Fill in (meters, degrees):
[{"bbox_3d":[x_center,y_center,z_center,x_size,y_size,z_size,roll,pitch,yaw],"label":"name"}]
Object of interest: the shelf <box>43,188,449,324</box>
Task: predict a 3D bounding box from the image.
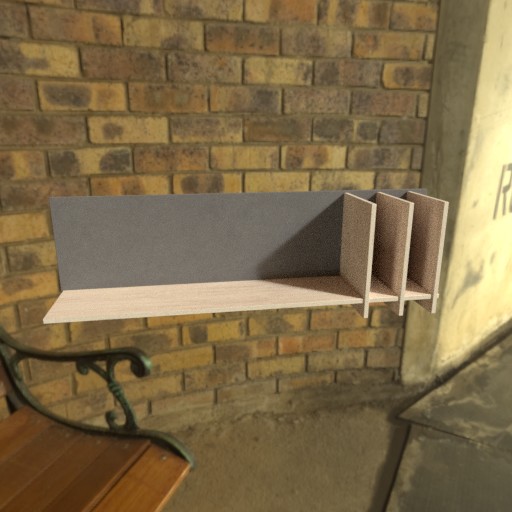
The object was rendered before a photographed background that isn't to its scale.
[{"bbox_3d":[0.000,0.000,1.145,1.020,0.300,0.200,-3,17,-9],"label":"shelf"}]
